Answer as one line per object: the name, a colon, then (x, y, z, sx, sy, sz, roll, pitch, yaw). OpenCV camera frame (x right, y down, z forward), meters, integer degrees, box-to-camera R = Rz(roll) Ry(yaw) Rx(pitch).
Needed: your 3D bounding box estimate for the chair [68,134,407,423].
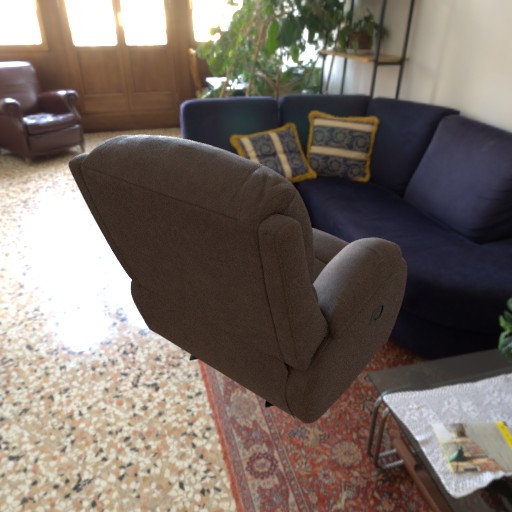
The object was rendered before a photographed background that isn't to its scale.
chair: (0.000, 0.000, 1.700, 0.930, 1.011, 0.899, 21, 36, 33)
